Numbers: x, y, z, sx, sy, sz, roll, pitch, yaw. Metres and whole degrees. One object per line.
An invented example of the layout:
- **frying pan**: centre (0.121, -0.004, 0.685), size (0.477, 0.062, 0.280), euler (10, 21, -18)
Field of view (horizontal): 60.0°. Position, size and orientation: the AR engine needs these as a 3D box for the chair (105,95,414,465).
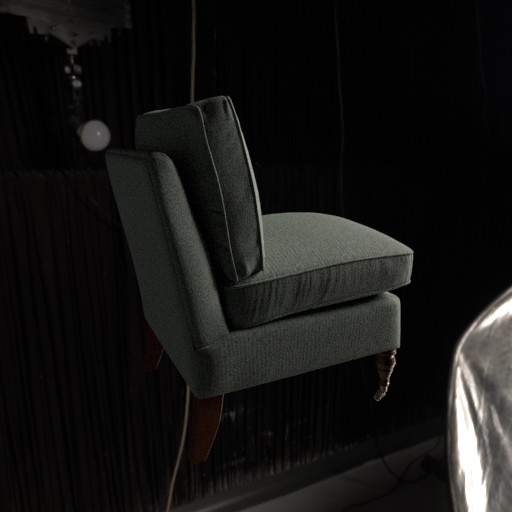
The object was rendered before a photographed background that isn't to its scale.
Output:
- **chair**: centre (0.000, 0.000, 1.407), size (0.796, 0.901, 0.624), euler (-7, 16, -25)
